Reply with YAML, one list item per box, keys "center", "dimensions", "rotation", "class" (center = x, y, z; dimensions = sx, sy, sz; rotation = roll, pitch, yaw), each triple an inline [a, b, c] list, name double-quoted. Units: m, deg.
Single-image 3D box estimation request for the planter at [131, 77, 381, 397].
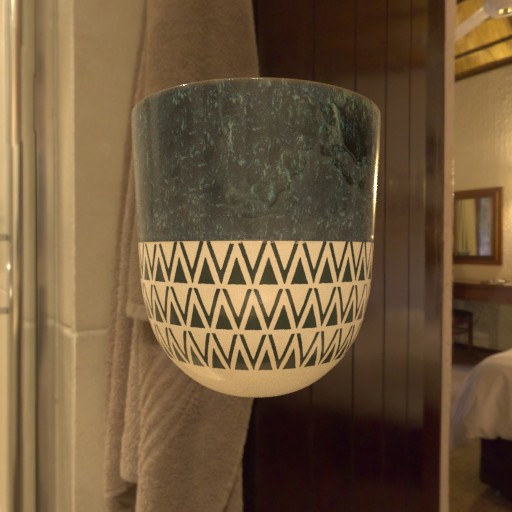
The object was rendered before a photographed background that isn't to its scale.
- center: [0.000, 0.000, 0.360]
  dimensions: [0.195, 0.214, 0.195]
  rotation: [0, 1, 0]
  class: "planter"
